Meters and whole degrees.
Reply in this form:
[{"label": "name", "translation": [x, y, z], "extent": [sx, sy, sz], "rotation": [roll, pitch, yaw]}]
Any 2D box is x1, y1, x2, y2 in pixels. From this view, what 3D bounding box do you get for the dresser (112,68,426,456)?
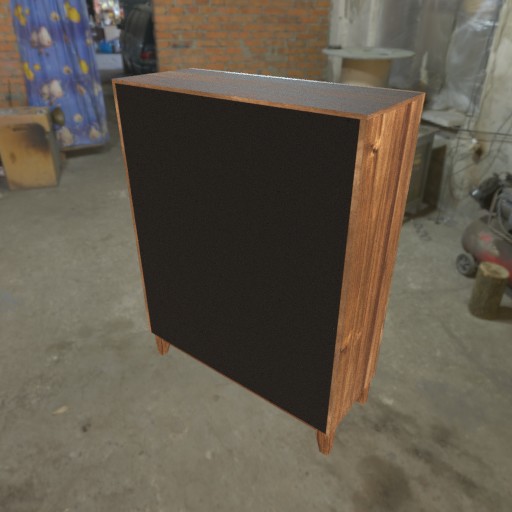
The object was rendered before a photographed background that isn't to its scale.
[{"label": "dresser", "translation": [0.000, 0.000, 1.913], "extent": [1.062, 1.393, 0.442], "rotation": [21, 35, 32]}]
